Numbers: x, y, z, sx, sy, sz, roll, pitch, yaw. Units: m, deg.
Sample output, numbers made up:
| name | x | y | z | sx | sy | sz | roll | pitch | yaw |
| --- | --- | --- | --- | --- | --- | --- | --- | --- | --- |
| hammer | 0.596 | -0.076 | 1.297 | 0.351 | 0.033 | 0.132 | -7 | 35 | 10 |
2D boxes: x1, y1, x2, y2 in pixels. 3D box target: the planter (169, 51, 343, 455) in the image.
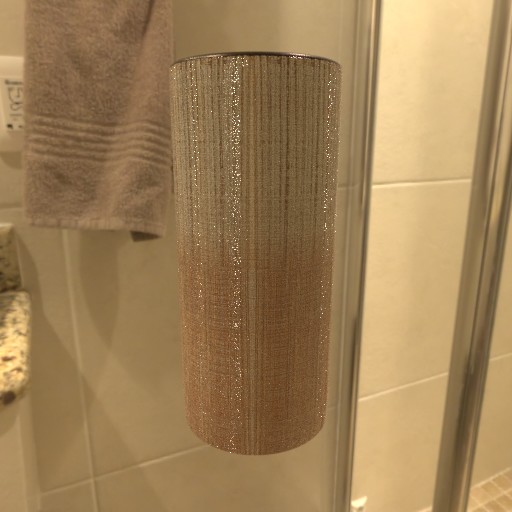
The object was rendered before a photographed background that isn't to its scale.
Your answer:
| name | x | y | z | sx | sy | sz | roll | pitch | yaw |
| --- | --- | --- | --- | --- | --- | --- | --- | --- | --- |
| planter | 0.000 | 0.000 | 0.287 | 0.100 | 0.227 | 0.100 | 7 | 16 | 26 |
